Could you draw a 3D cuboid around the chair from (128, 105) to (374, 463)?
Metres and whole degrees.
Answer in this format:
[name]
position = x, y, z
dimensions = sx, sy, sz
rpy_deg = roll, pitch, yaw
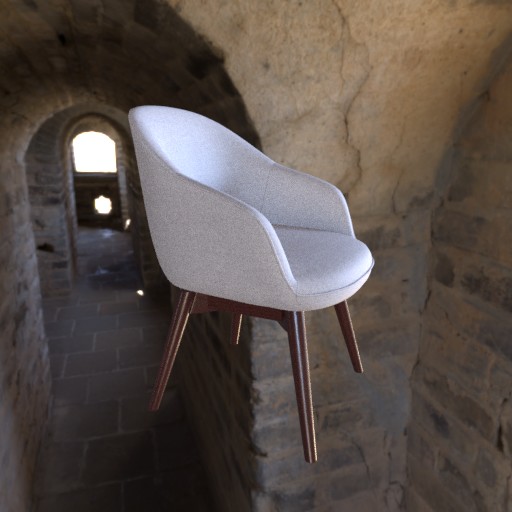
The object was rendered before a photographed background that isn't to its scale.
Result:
[chair]
position = 0.000, 0.000, 1.251
dimensions = 0.635, 0.823, 0.596
rpy_deg = 7, 16, 25
